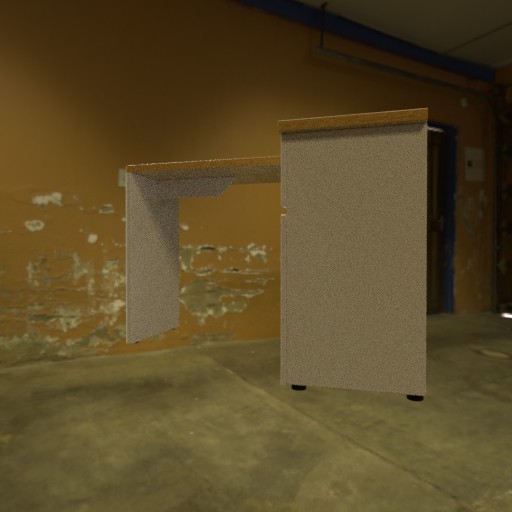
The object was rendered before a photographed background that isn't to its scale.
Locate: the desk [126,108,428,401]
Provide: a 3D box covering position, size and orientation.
[{"bbox_3d":[0.000,0.000,1.718,1.170,0.760,0.900,0,1,16],"label":"desk"}]
